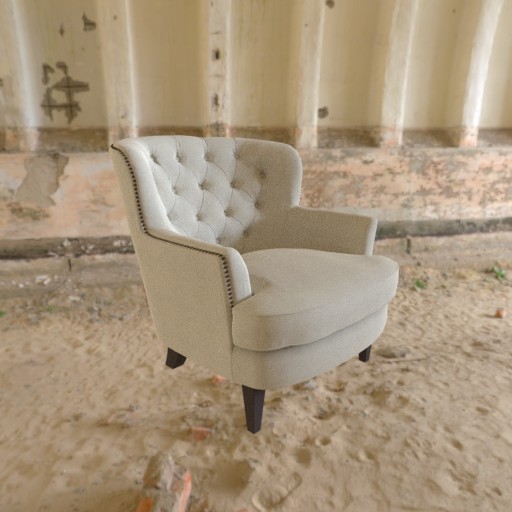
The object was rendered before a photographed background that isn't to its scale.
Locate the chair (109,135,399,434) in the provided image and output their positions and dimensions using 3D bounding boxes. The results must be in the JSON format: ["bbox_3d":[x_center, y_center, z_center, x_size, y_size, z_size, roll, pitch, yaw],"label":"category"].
[{"bbox_3d":[0.000,0.000,1.644,0.906,0.868,0.848,14,20,43],"label":"chair"}]
